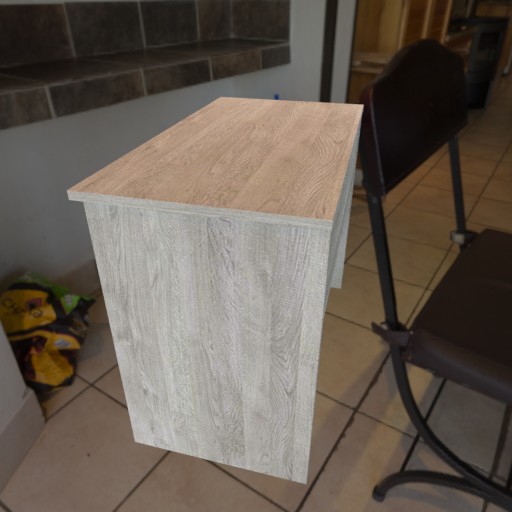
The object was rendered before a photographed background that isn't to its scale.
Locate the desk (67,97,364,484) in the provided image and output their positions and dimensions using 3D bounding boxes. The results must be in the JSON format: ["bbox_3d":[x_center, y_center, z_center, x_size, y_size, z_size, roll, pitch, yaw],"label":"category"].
[{"bbox_3d":[0.000,0.000,1.332,0.498,0.724,0.893,8,32,13],"label":"desk"}]
